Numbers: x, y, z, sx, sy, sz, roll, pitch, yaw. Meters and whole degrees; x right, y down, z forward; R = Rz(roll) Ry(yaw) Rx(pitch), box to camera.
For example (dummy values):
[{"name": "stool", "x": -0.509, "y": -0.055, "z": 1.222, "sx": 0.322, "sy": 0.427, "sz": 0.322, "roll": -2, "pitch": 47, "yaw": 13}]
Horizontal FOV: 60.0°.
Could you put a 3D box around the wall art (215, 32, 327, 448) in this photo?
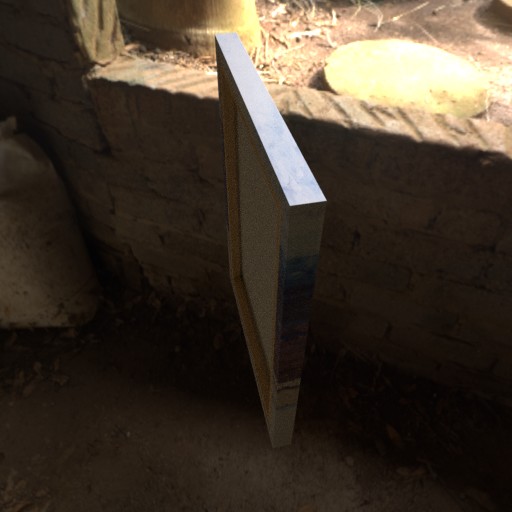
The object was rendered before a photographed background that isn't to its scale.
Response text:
[{"name": "wall art", "x": 0.000, "y": 0.000, "z": 0.766, "sx": 0.036, "sy": 0.581, "sz": 0.437, "roll": -9, "pitch": 47, "yaw": -9}]
